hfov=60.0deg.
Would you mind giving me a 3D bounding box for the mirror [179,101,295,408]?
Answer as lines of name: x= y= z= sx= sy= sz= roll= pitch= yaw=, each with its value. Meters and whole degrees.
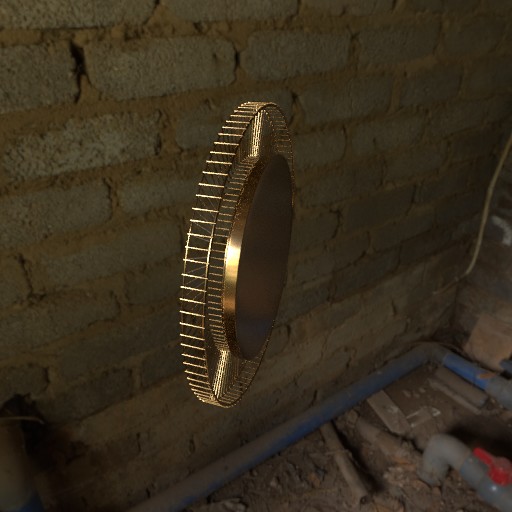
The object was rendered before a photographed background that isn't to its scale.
mirror: x=0.000 y=0.000 z=1.068 sx=0.067 sy=0.703 sz=0.703 roll=9 pitch=32 yaw=15
